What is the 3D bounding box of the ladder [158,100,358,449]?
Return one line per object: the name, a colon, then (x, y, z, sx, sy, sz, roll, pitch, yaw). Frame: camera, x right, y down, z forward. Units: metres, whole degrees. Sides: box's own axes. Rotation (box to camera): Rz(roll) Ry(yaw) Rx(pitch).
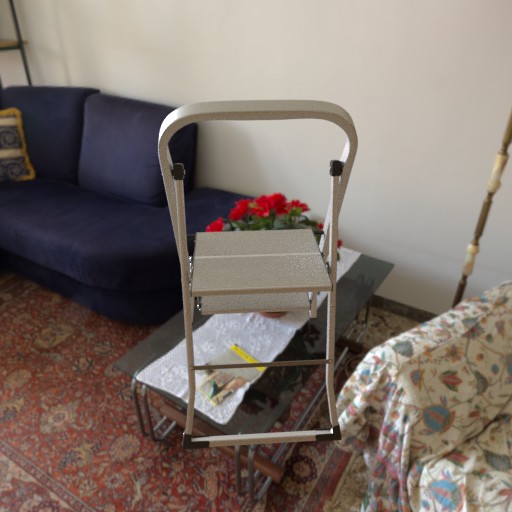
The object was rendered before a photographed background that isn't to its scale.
ladder: (0.000, 0.000, 1.154, 0.465, 0.830, 0.530, -2, 31, -3)
